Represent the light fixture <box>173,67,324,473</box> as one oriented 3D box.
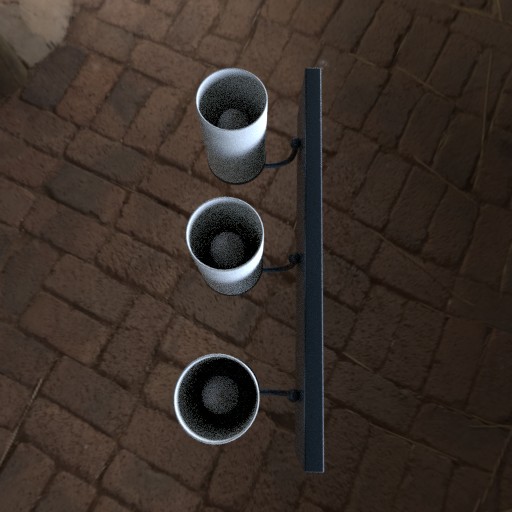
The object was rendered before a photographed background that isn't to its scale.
[{"bbox_3d":[0.000,0.000,0.529,0.145,0.172,0.451,2,75,0],"label":"light fixture"}]
